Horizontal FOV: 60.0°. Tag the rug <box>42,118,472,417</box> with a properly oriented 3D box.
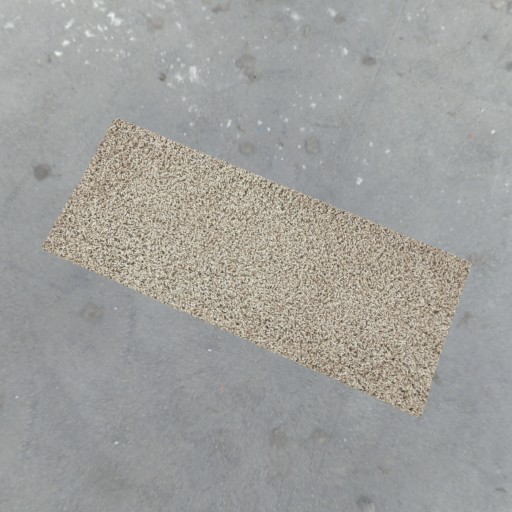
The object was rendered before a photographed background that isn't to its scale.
[{"bbox_3d":[0.000,0.000,1.689,1.524,0.030,0.609,23,78,5],"label":"rug"}]
